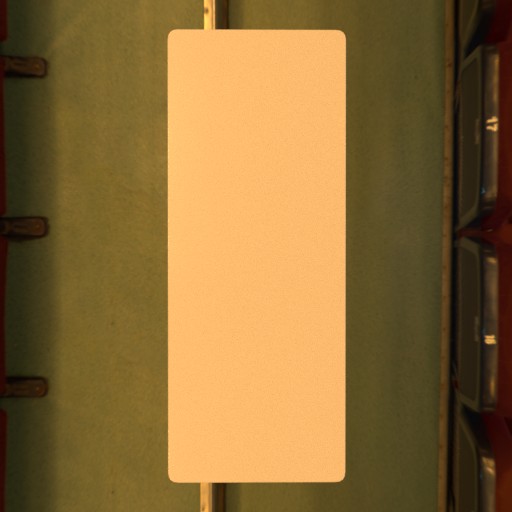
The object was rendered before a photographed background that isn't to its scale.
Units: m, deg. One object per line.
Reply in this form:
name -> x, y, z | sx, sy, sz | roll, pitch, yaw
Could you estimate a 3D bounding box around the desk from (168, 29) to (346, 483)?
desk -> 0.000, 0.000, 1.750 | 0.550, 0.762, 1.400 | 0, 90, 0
